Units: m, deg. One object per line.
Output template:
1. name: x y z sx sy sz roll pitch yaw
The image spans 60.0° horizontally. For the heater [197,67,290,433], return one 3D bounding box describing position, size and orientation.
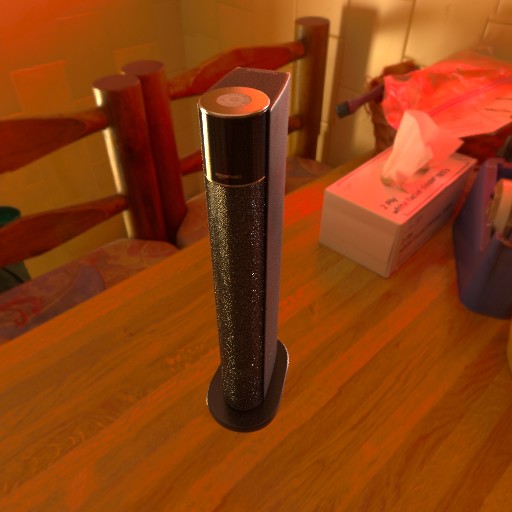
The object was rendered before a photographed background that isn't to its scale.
1. heater: 0.000 0.000 1.053 0.214 0.856 0.458 12 43 13
